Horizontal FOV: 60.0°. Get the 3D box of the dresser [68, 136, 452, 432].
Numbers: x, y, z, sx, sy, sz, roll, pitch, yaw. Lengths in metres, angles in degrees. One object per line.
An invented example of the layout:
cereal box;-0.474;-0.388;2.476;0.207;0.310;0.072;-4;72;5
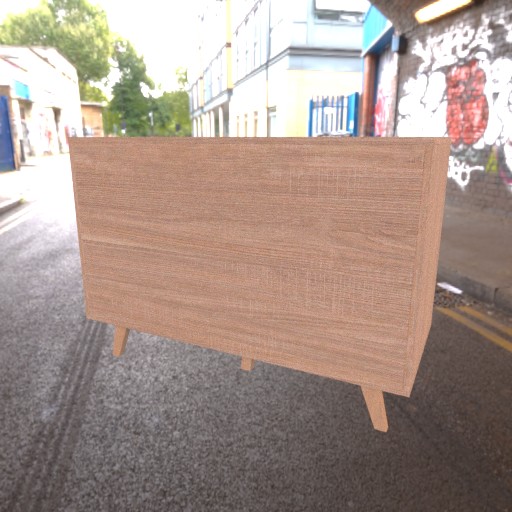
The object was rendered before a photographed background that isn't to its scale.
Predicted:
dresser;0.000;0.000;1.503;1.110;0.780;0.500;7;17;26
